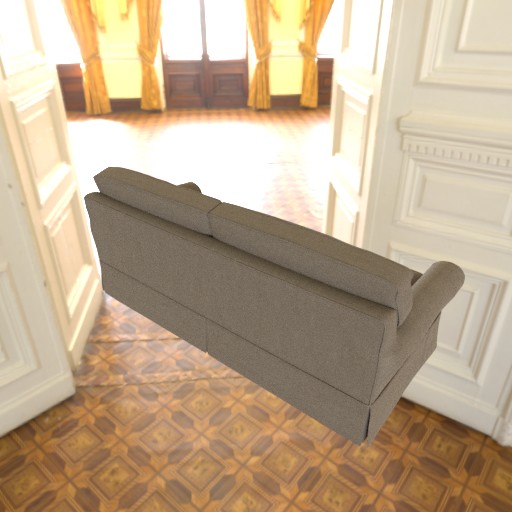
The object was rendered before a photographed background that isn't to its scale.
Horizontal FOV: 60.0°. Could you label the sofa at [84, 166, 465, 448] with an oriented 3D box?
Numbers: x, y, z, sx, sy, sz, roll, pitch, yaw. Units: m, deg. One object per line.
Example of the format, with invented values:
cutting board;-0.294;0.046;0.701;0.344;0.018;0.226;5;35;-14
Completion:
sofa;0.000;0.000;2.787;2.248;0.943;0.991;22;36;33
